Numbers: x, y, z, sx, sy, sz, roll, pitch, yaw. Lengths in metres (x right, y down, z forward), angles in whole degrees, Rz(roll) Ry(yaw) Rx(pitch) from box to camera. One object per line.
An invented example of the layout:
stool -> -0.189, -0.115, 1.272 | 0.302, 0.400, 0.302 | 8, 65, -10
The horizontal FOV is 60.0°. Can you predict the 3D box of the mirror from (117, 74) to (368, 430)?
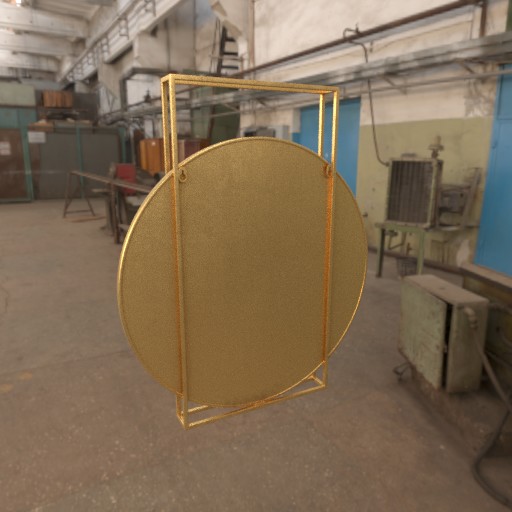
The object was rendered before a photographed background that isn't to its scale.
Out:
mirror -> 0.000, 0.000, 0.822 | 0.508, 0.603, 0.051 | -7, 15, -27
